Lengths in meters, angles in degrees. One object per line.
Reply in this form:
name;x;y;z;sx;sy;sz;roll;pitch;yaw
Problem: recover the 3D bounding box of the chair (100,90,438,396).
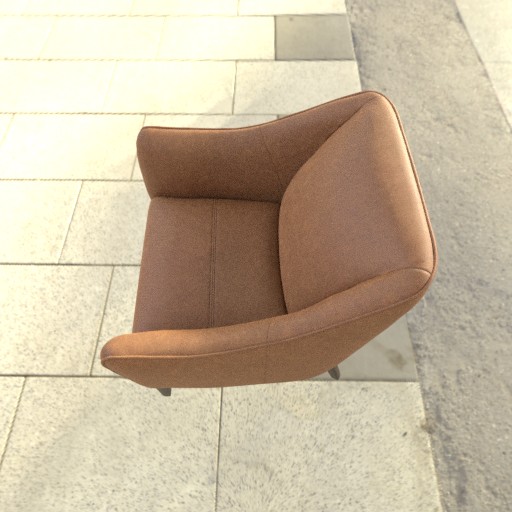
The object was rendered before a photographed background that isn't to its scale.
chair;0.000;0.000;1.510;0.852;0.830;0.871;-1;58;-1
